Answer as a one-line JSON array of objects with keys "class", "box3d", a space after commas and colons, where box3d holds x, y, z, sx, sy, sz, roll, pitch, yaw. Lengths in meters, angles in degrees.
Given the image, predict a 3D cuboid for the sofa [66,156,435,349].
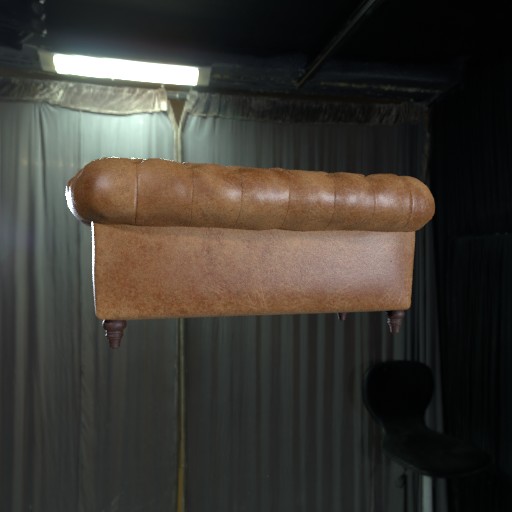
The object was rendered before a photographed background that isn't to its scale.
[{"class": "sofa", "box3d": [0.000, 0.000, 2.476, 1.979, 0.877, 1.042, 0, -1, -17]}]
